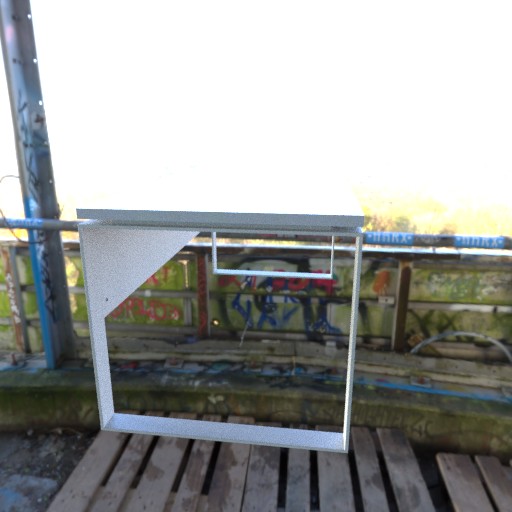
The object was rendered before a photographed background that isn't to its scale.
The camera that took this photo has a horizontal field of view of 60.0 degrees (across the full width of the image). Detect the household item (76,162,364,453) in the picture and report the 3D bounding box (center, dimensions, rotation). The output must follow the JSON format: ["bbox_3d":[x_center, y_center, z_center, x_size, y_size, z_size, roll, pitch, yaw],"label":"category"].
[{"bbox_3d":[0.000,0.000,2.117,0.800,0.745,1.700,2,16,7],"label":"household item"}]
